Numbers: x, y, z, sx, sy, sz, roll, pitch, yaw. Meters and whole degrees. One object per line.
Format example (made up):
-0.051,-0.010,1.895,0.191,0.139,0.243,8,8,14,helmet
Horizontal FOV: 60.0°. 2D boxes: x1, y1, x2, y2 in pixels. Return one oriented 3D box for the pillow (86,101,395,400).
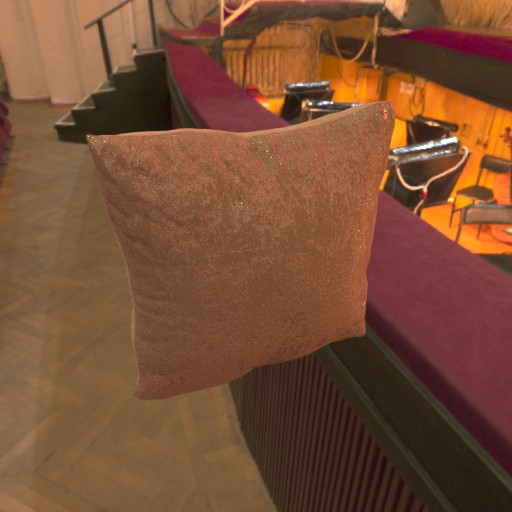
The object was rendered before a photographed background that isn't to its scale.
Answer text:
0.000,0.000,0.711,0.450,0.448,0.245,-11,33,-18,pillow
